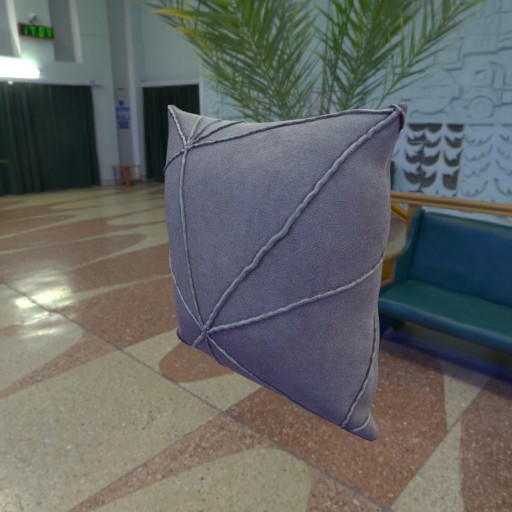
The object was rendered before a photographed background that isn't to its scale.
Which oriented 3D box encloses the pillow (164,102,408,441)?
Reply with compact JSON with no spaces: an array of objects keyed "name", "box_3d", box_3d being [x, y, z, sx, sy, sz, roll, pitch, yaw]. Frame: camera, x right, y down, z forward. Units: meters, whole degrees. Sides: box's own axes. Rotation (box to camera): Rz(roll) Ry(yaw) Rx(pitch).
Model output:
[{"name":"pillow","box_3d":[0.000,0.000,0.668,0.439,0.440,0.185,16,23,42]}]
